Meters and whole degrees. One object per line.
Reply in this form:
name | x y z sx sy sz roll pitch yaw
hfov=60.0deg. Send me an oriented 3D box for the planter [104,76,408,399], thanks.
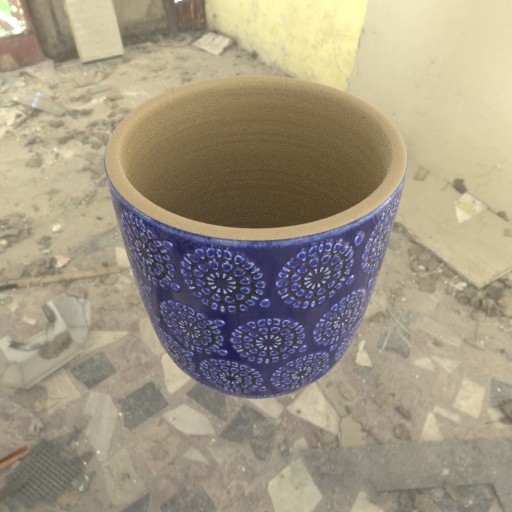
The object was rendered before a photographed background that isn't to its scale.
planter | 0.000 0.000 0.343 0.184 0.206 0.184 0 45 0
